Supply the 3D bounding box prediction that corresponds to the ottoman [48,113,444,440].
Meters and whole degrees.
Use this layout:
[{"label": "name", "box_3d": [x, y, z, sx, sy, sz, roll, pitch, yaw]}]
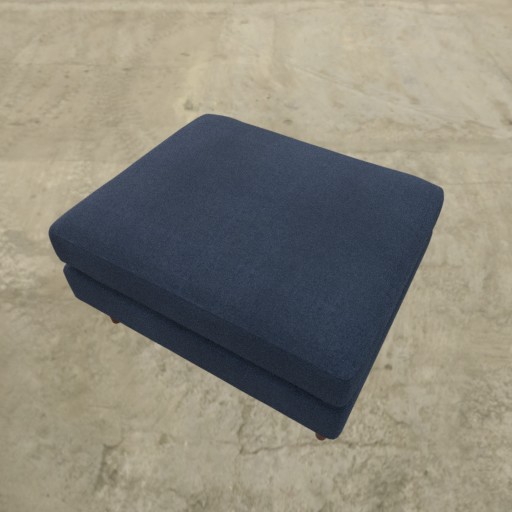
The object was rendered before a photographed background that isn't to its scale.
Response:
[{"label": "ottoman", "box_3d": [0.000, 0.000, 1.268, 0.821, 0.474, 0.693, 23, 50, 21]}]
